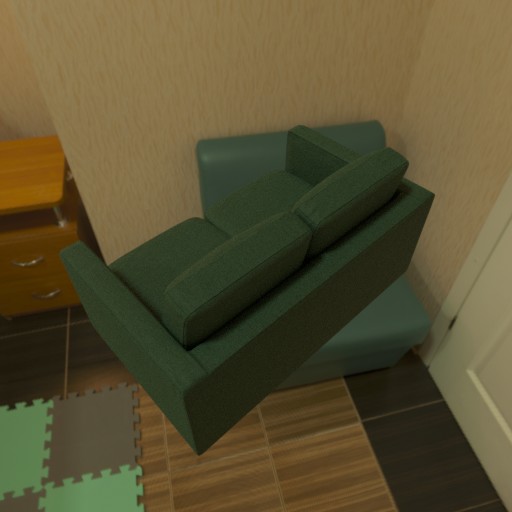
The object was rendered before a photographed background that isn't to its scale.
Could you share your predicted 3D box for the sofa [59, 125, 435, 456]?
[{"bbox_3d":[0.000,0.000,2.073,1.430,0.899,0.879,-34,56,-28],"label":"sofa"}]
